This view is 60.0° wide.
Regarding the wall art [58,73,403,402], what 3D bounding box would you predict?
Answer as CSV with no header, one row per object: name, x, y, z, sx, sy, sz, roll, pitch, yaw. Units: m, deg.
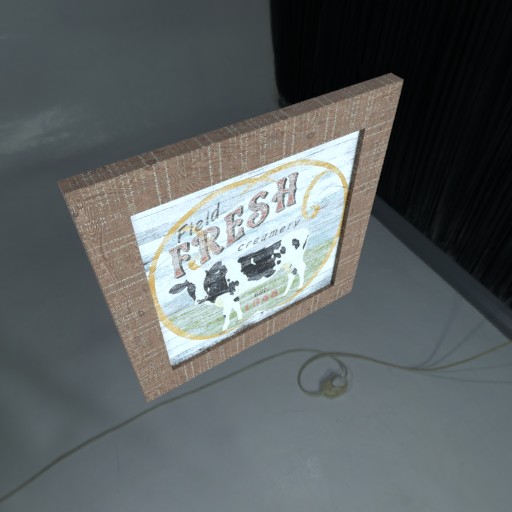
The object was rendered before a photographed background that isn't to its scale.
wall art,0.000,0.000,0.800,0.531,0.531,0.029,-25,52,-22
